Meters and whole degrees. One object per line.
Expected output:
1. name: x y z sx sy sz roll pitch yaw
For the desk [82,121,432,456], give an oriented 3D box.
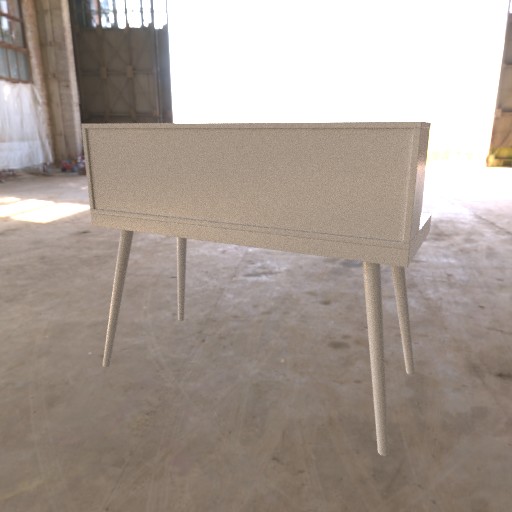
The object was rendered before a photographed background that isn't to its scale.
1. desk: 0.000 0.000 1.729 1.199 0.990 0.559 8 18 26
